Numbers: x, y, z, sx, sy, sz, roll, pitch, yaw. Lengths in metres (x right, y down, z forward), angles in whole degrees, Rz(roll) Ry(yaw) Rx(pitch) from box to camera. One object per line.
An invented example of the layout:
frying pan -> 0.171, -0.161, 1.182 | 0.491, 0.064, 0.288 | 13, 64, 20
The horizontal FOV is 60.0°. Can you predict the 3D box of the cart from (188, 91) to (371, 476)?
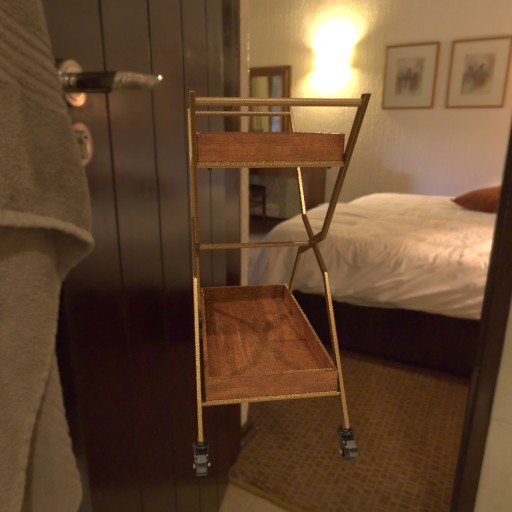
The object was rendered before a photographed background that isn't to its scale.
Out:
cart -> 0.000, 0.000, 1.329 | 0.405, 0.869, 0.836 | -2, 16, -8
